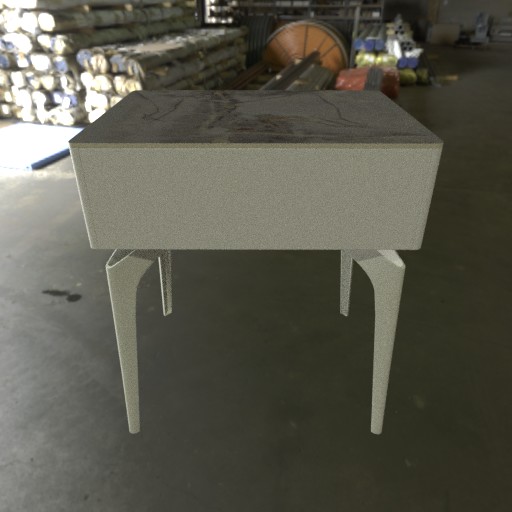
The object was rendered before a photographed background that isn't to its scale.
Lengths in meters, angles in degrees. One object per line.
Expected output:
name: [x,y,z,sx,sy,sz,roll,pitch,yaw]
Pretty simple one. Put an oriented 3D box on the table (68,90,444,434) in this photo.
table: [0.000,0.000,0.891,0.500,0.570,0.400,0,31,0]
